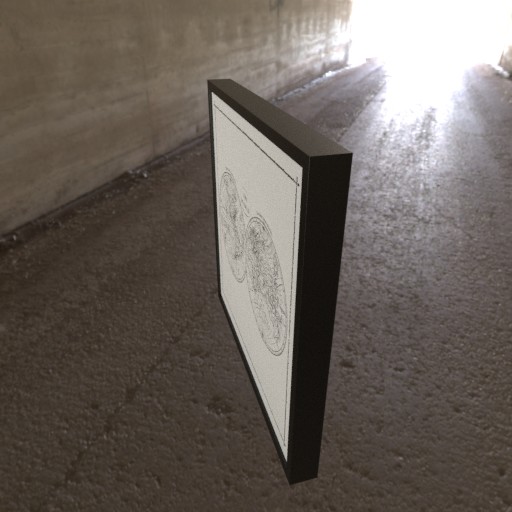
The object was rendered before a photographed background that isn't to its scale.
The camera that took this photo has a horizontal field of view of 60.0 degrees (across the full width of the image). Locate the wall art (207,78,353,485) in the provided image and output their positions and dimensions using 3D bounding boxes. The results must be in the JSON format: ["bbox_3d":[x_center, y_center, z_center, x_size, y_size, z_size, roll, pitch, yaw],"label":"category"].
[{"bbox_3d":[0.000,0.000,0.482,0.029,0.318,0.327,-8,31,-14],"label":"wall art"}]
